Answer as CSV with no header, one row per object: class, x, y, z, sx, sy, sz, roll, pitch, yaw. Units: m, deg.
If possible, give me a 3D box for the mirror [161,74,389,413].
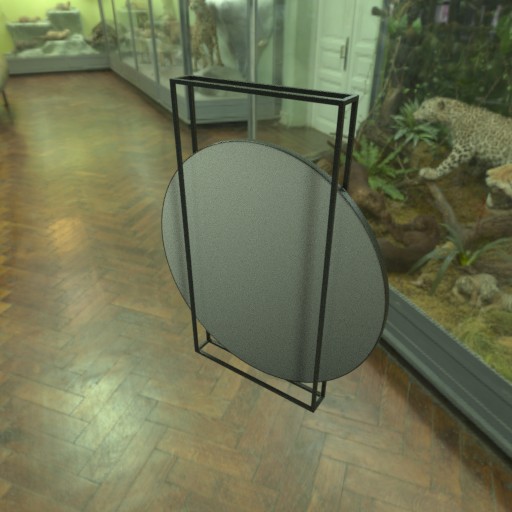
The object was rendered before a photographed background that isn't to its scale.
mirror,0.000,0.000,0.830,0.508,0.603,0.051,19,36,29
